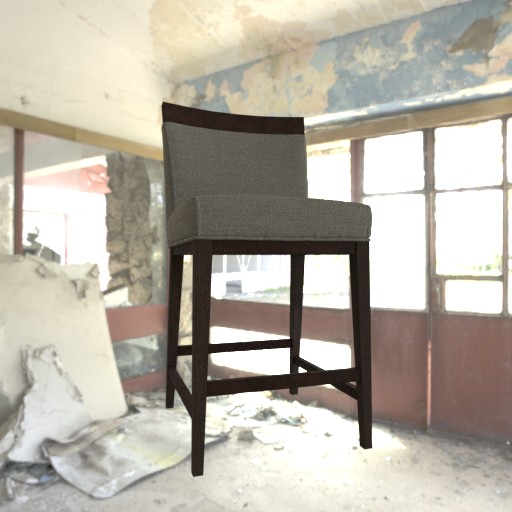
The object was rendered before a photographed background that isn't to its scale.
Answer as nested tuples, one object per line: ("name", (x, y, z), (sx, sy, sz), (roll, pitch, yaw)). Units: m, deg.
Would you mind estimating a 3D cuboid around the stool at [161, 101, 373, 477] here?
("stool", (0.000, 0.000, 1.333), (0.512, 1.009, 0.531), (0, 0, -19))
